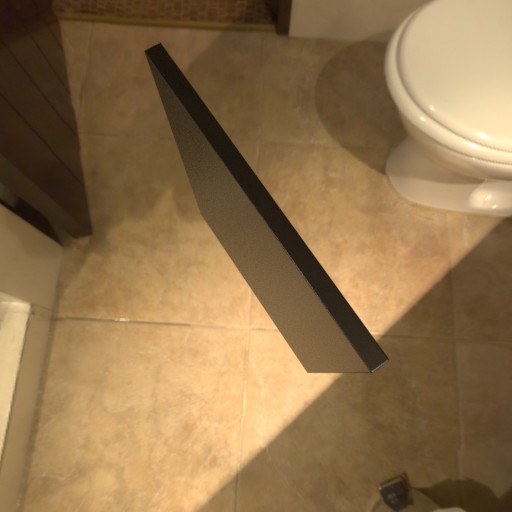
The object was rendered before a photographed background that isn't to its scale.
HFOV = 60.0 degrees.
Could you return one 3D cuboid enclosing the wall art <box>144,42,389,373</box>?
[{"bbox_3d":[0.000,0.000,1.603,0.053,1.194,0.950,-33,78,-8],"label":"wall art"}]
